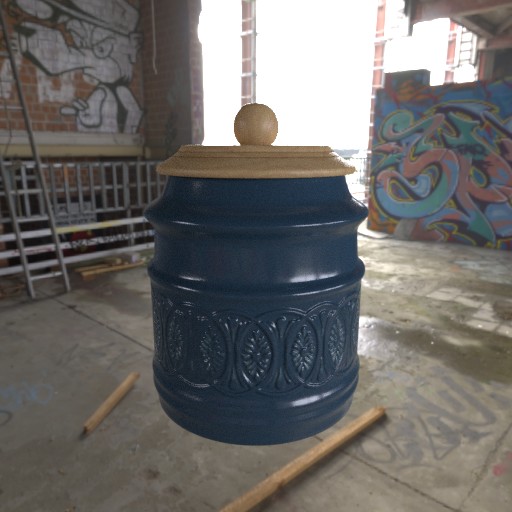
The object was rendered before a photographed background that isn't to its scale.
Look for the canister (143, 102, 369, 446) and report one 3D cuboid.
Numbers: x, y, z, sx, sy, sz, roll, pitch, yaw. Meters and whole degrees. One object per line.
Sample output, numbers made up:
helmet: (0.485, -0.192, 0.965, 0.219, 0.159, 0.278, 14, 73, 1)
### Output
canister: (0.000, 0.000, 0.269, 0.130, 0.176, 0.130, 0, 14, 0)
